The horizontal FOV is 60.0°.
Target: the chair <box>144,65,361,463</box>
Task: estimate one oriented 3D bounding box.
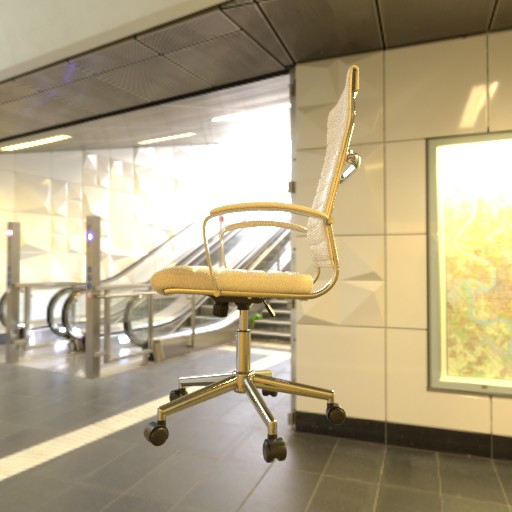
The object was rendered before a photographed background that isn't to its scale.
[{"bbox_3d":[0.000,0.000,1.544,0.679,1.149,0.679,0,-1,1],"label":"chair"}]
